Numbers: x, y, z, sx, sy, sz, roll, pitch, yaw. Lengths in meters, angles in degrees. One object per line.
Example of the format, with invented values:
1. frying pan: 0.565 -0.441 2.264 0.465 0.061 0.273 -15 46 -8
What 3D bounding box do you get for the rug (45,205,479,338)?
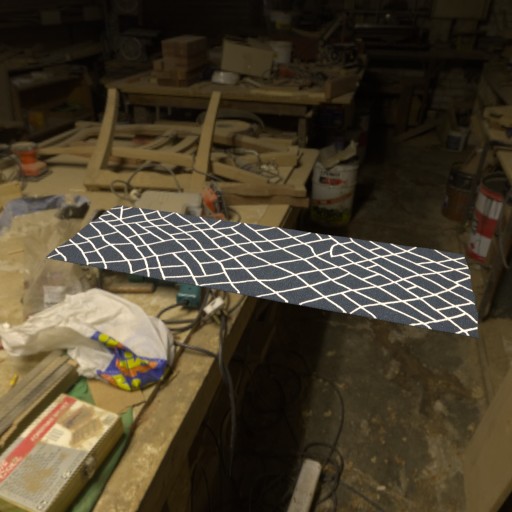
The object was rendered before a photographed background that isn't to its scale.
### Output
1. rug: 0.000 0.000 2.718 2.476 0.010 0.807 9 32 15
